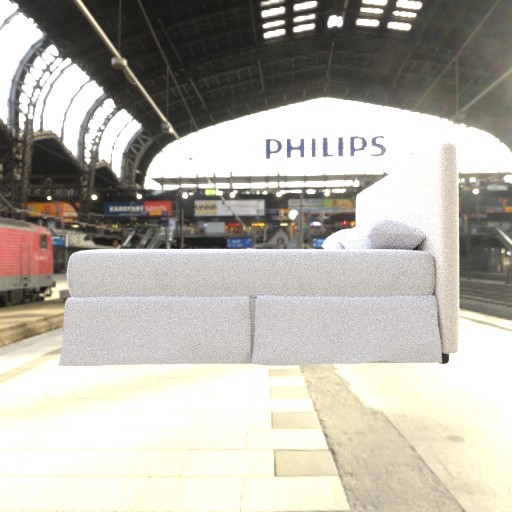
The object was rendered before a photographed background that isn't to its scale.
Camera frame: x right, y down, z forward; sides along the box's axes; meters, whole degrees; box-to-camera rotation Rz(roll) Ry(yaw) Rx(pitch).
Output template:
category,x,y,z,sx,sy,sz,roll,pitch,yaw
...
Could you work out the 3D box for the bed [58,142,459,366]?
category,x,y,z,sx,sy,sz,roll,pitch,yaw
bed,0.000,0.000,3.554,2.341,1.317,2.119,0,-1,-1
